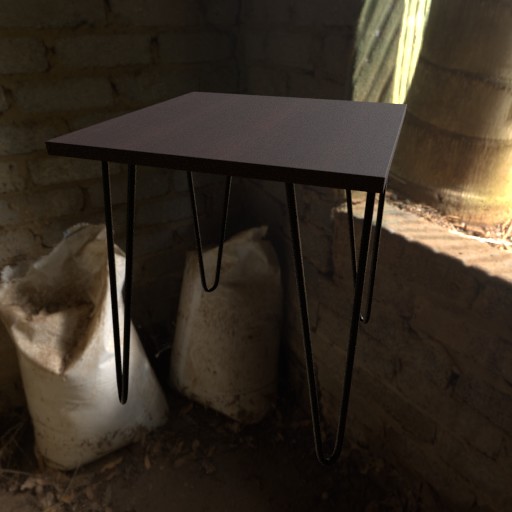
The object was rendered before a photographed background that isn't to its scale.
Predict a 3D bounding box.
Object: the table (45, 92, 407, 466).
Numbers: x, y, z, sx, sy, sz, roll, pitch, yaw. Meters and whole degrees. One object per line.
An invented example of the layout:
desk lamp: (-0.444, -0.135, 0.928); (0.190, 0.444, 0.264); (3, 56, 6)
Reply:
table: (0.000, 0.000, 0.930); (0.495, 0.559, 0.495); (10, 30, 17)
